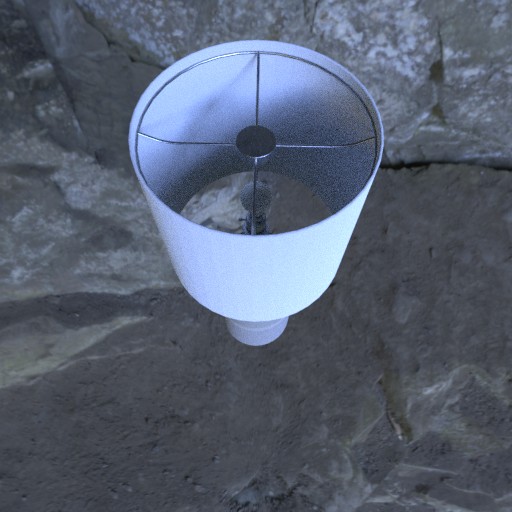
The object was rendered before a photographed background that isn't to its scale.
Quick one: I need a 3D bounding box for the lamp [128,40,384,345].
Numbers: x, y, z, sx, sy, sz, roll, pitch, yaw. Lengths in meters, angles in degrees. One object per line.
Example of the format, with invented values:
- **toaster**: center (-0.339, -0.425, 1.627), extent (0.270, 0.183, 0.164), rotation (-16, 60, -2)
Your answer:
- **lamp**: center (0.000, 0.000, 0.591), extent (0.212, 0.493, 0.212), rotation (1, 64, 1)
